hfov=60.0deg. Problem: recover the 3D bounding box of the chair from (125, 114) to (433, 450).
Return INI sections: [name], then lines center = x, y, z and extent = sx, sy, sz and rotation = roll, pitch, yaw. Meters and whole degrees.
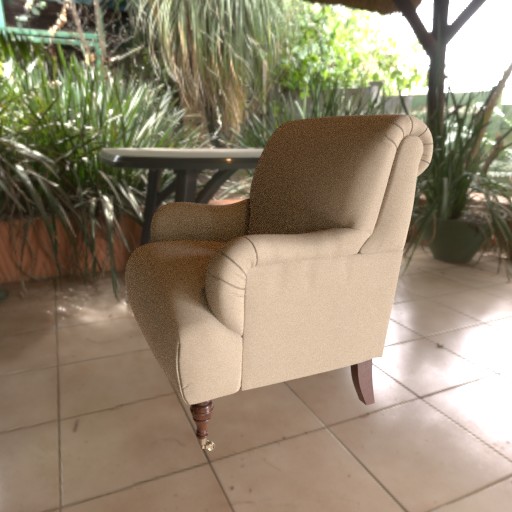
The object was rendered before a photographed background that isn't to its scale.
[chair]
center = 0.000, 0.000, 1.545
extent = 0.842, 0.942, 0.766
rotation = -7, 17, -24
